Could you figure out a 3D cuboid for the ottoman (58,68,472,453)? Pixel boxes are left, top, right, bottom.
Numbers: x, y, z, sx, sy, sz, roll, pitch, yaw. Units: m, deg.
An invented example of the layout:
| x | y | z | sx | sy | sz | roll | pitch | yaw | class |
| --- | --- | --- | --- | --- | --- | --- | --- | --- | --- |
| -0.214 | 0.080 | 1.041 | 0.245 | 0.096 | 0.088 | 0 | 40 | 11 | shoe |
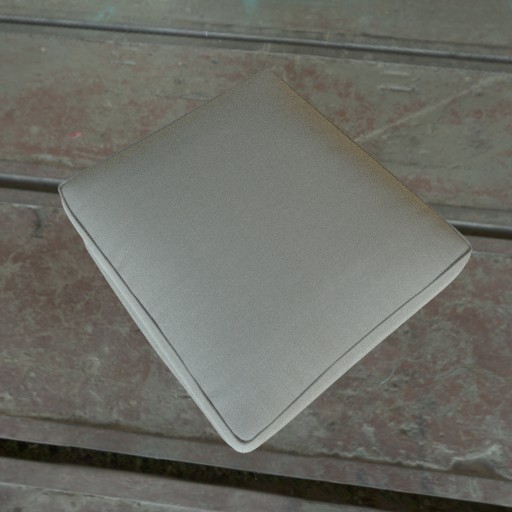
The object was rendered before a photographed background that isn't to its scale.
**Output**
| x | y | z | sx | sy | sz | roll | pitch | yaw | class |
| --- | --- | --- | --- | --- | --- | --- | --- | --- | --- |
| 0.000 | 0.000 | 1.119 | 0.662 | 0.505 | 0.716 | -35 | 69 | -16 | ottoman |
